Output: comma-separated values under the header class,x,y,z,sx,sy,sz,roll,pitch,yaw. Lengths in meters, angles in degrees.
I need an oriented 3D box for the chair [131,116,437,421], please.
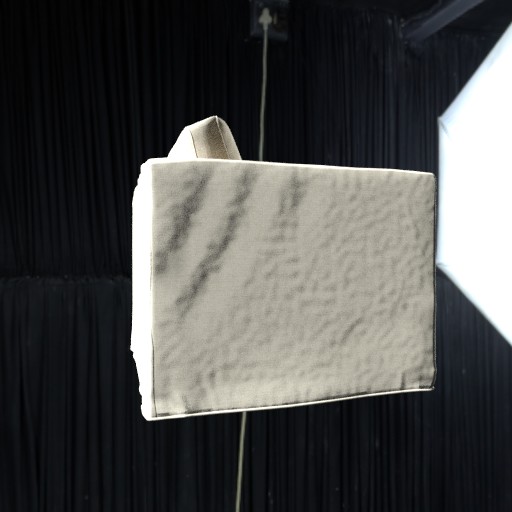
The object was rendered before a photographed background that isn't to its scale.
class,x,y,z,sx,sy,sz,roll,pitch,yaw
chair,0.000,0.000,1.787,0.949,0.867,1.057,0,1,-18
